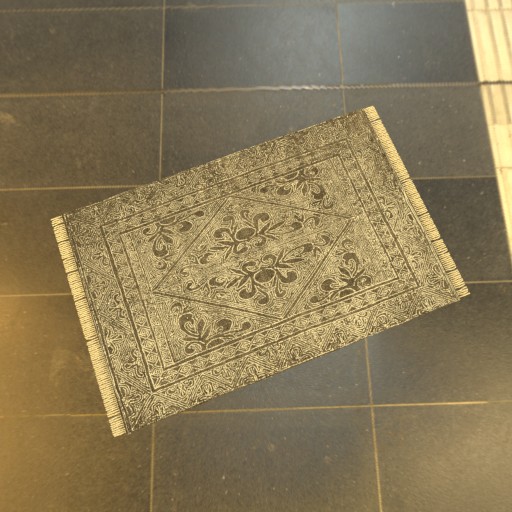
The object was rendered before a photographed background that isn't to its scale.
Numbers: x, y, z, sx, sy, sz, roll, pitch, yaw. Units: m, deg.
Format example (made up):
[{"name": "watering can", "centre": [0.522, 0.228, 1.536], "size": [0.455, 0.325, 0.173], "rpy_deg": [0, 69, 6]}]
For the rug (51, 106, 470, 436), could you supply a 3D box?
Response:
[{"name": "rug", "centre": [0.000, 0.000, 2.979], "size": [2.440, 0.010, 1.529], "rpy_deg": [-21, 77, -5]}]
